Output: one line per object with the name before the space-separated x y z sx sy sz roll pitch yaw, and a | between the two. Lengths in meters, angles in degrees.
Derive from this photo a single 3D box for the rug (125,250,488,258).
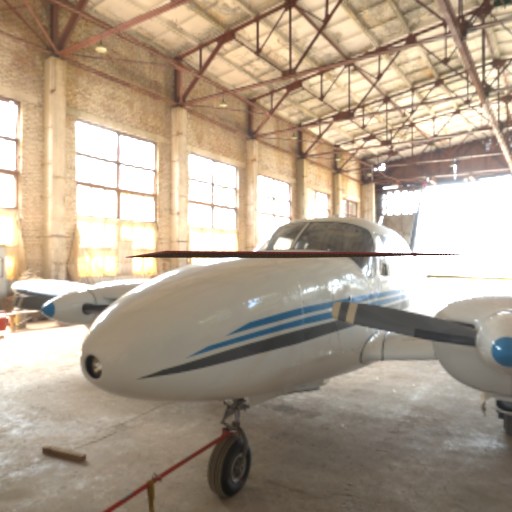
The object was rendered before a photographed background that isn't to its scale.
rug | 0.000 0.000 2.322 1.209 0.008 1.814 0 -1 -20
